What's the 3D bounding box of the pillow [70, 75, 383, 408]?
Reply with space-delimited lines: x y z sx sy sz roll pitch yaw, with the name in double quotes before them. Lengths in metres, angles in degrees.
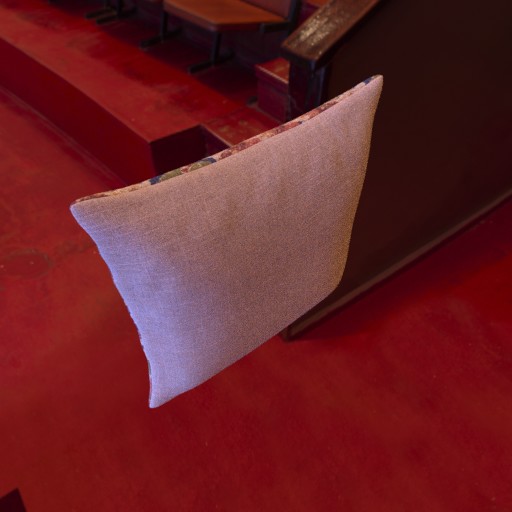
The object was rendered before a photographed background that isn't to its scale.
"pillow" 0.000 0.000 0.773 0.523 0.506 0.166 -30 53 -26
